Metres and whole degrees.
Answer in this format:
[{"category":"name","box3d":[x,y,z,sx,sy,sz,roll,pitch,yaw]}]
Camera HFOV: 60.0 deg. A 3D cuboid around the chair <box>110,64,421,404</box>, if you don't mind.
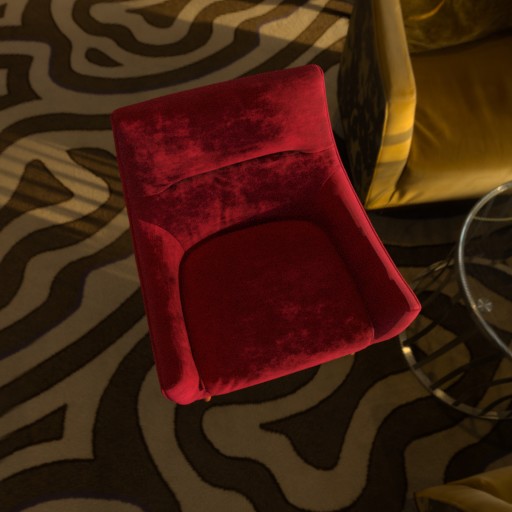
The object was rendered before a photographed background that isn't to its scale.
[{"category":"chair","box3d":[0.000,0.000,1.478,0.762,0.838,0.787,-16,66,-7]}]
